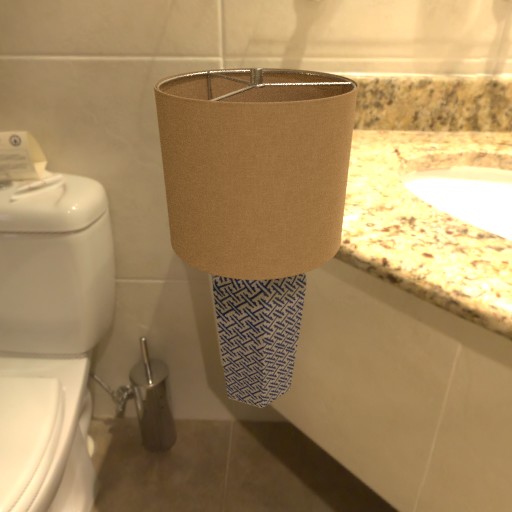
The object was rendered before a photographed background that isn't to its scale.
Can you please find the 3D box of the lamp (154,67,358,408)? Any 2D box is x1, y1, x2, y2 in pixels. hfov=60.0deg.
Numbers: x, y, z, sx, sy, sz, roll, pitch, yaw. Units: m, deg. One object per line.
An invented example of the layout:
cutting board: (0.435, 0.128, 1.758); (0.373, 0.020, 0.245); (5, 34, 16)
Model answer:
lamp: (0.000, 0.000, 0.868); (0.320, 0.682, 0.320); (-19, 35, -29)
